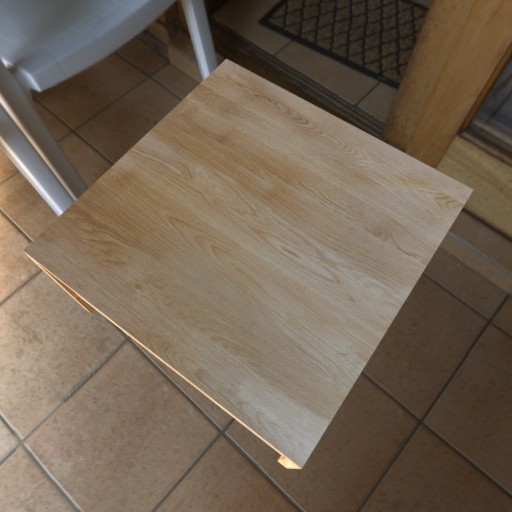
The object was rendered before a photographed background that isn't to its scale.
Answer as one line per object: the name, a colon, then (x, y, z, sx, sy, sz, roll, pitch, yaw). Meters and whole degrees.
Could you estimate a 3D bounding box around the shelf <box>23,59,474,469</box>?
shelf: (0.000, 0.000, 1.450, 0.899, 0.480, 0.899, 33, 69, 15)
